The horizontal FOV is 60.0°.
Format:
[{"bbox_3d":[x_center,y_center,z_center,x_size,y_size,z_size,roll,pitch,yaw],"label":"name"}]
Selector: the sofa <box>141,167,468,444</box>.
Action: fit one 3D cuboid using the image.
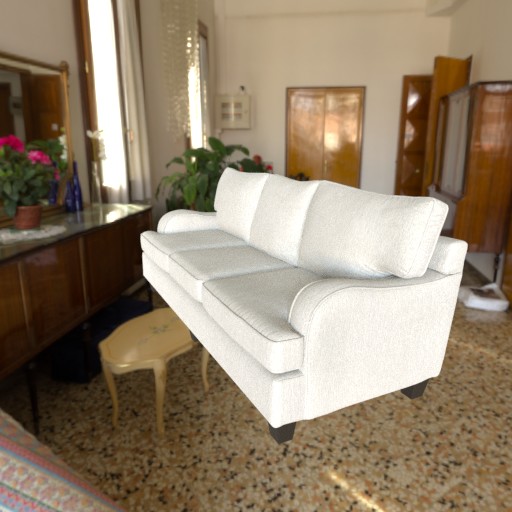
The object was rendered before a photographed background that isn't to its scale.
[{"bbox_3d":[0.000,0.000,2.834,1.016,0.991,2.323,-7,16,-25],"label":"sofa"}]
